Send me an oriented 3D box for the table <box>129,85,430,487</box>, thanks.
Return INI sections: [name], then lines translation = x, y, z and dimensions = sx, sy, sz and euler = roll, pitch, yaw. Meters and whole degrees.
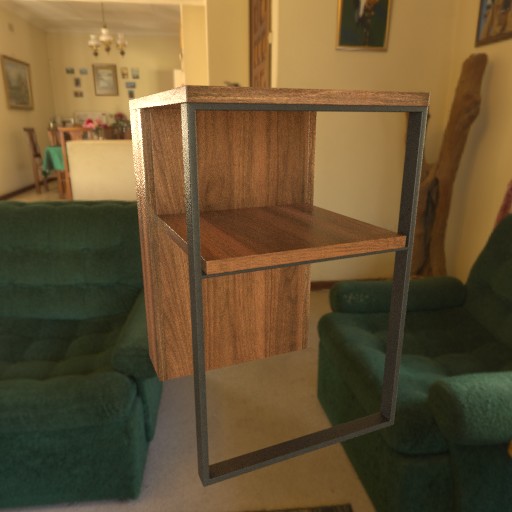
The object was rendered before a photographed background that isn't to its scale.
[table]
translation = 0.000, 0.000, 1.539
dimensions = 0.660, 1.041, 0.786
euler = -7, 19, -23
